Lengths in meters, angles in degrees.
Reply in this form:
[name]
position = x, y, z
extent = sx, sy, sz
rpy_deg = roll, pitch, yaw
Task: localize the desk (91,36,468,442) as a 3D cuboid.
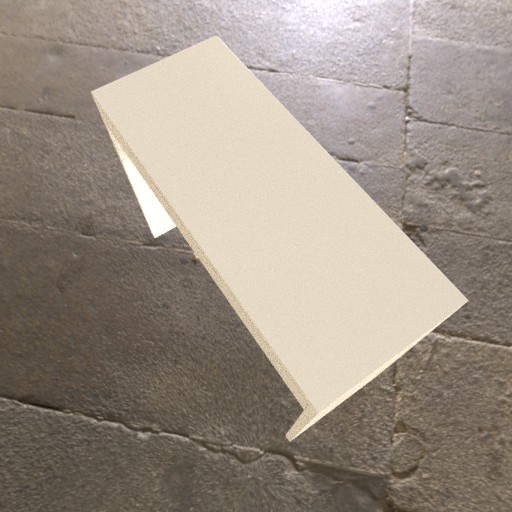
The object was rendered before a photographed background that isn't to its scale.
[desk]
position = 0.000, 0.000, 1.420
extent = 0.400, 0.790, 1.000
rpy_deg = -31, 68, -14
